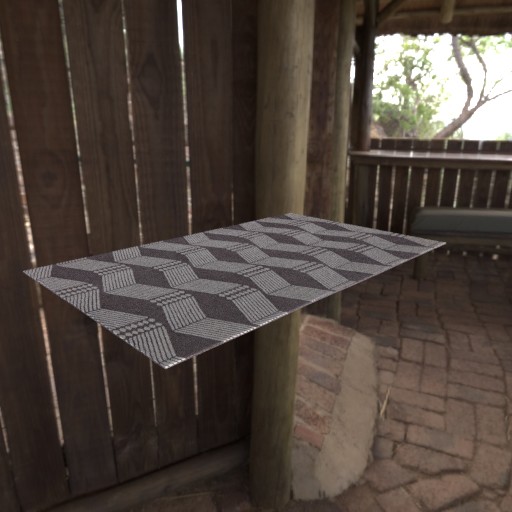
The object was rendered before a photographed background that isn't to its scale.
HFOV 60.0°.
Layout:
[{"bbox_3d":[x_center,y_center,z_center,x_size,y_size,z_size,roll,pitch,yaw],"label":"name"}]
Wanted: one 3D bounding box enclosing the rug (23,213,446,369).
[{"bbox_3d":[0.000,0.000,2.958,2.435,0.011,1.517,-16,24,-42],"label":"rug"}]
